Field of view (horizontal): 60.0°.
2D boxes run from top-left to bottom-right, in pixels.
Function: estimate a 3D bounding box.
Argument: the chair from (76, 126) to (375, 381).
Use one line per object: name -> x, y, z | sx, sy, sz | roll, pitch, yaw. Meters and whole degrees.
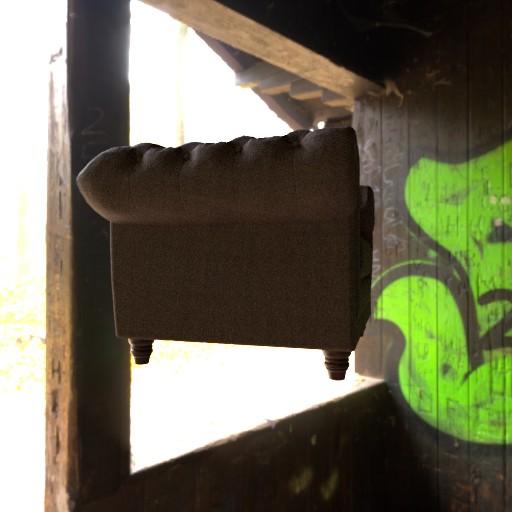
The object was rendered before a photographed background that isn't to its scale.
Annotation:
chair -> 0.000, 0.000, 1.908 | 0.945, 0.780, 1.298 | 0, -1, 17
